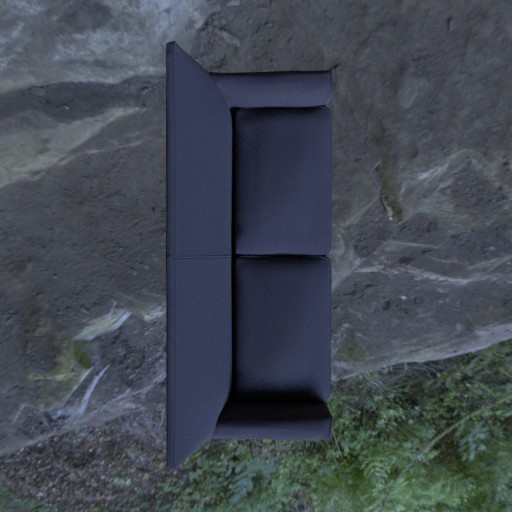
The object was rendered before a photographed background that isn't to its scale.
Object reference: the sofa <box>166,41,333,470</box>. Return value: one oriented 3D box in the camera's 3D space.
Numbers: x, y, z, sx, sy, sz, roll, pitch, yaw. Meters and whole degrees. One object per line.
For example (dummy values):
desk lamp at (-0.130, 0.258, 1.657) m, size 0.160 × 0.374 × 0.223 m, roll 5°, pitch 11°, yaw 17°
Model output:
sofa at (0.000, 0.000, 2.498) m, size 0.843 × 0.907 × 2.002 m, roll 0°, pitch 91°, yaw 0°
